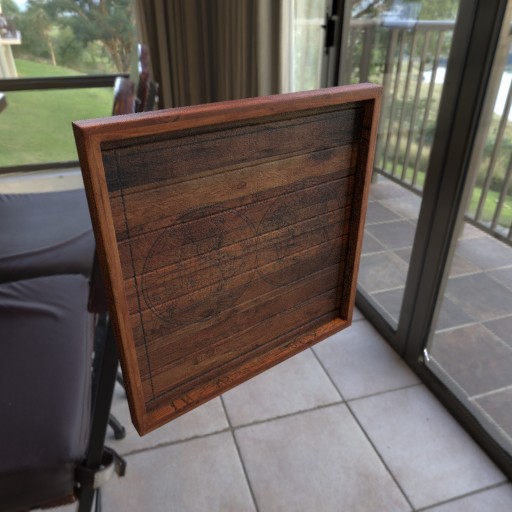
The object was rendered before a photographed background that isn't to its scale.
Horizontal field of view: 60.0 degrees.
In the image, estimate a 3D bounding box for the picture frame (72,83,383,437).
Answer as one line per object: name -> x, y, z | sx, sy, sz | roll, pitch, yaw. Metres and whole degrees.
picture frame -> 0.000, 0.000, 0.528 | 0.352, 0.356, 0.028 | -20, 35, -31
